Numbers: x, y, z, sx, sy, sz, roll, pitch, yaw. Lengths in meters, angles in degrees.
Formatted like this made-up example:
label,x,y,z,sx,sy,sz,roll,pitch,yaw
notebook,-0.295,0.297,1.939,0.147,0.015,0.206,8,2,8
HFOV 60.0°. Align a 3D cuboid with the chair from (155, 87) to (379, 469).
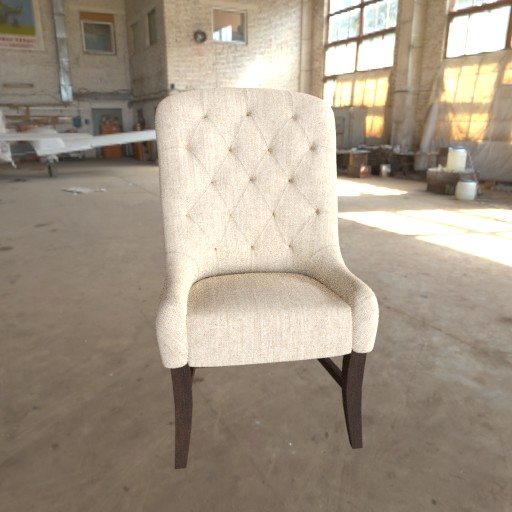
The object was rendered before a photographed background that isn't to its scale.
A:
label,x,y,z,sx,sy,sz,roll,pitch,yaw
chair,0.000,0.000,1.474,0.634,1.091,0.629,-3,17,-8
